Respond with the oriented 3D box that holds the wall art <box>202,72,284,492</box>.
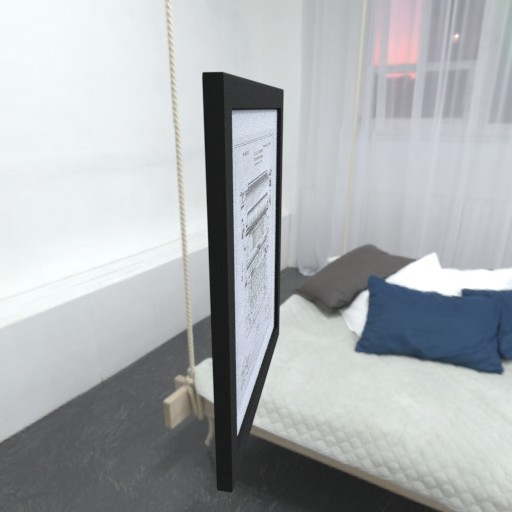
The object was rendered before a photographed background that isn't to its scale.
[{"bbox_3d":[0.000,0.000,0.700,0.021,0.508,0.432,4,19,10],"label":"wall art"}]
